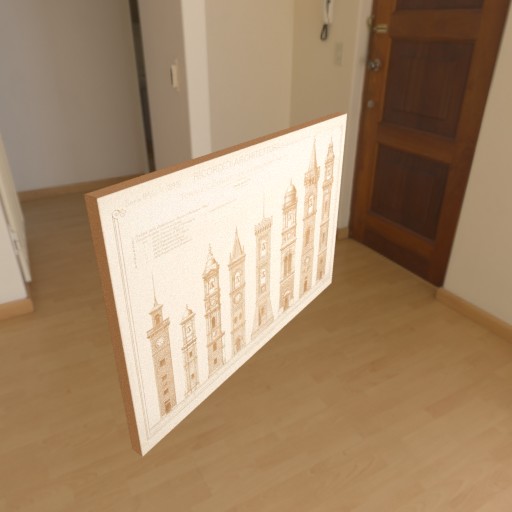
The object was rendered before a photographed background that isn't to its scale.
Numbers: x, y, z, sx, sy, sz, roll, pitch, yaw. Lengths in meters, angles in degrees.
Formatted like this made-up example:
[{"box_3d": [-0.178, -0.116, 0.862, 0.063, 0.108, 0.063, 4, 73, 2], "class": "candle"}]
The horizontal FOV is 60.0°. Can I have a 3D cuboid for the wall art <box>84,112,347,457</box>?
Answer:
[{"box_3d": [0.000, 0.000, 1.182, 0.033, 0.608, 0.915, 18, 33, 31], "class": "wall art"}]
